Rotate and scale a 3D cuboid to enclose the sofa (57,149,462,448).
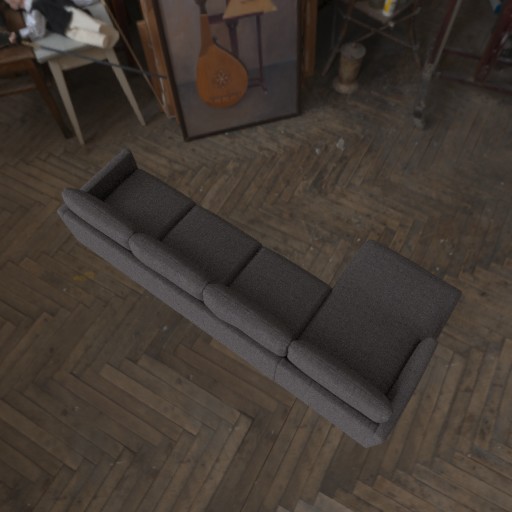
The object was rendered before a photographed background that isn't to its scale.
[{"bbox_3d":[0.000,0.000,3.250,2.731,0.754,1.258,32,67,15],"label":"sofa"}]
